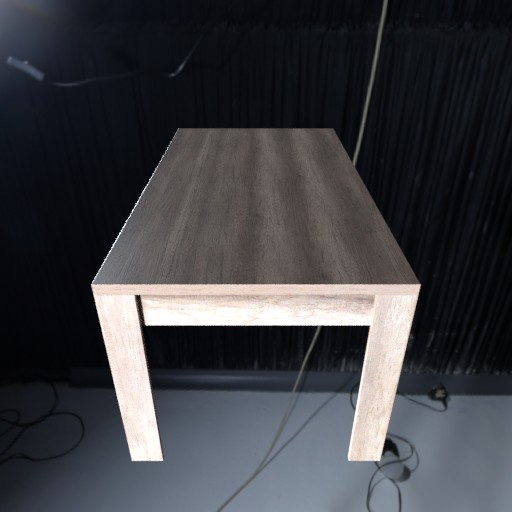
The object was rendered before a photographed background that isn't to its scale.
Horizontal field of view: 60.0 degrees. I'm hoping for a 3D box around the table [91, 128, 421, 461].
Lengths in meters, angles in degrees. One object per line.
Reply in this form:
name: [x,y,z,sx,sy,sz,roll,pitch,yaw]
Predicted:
table: [0.000,0.000,2.096,0.900,0.775,1.600,0,31,0]
